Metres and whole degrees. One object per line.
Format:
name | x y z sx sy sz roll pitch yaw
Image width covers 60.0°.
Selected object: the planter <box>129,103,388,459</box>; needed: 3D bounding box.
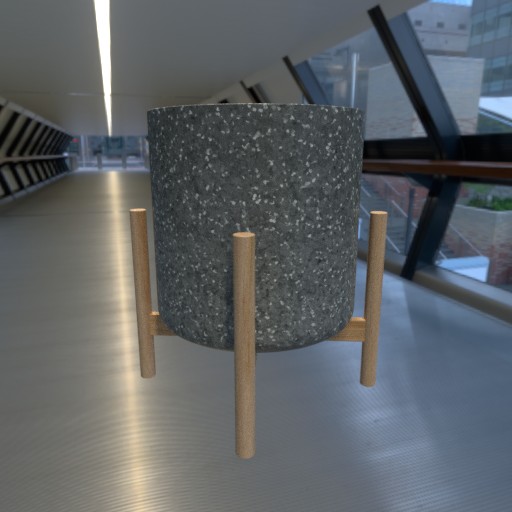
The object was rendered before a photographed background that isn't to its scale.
planter | 0.000 0.000 0.682 0.360 0.419 0.360 7 16 26
